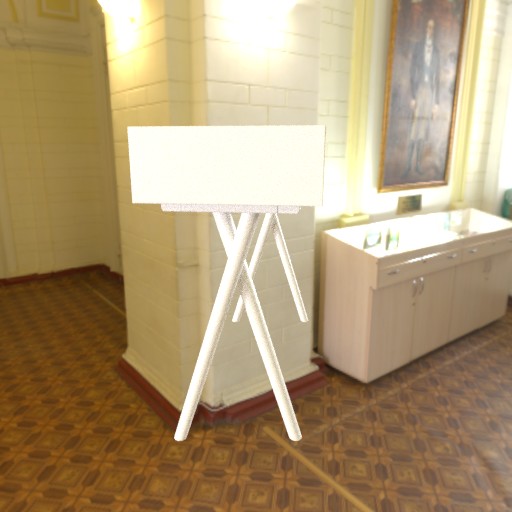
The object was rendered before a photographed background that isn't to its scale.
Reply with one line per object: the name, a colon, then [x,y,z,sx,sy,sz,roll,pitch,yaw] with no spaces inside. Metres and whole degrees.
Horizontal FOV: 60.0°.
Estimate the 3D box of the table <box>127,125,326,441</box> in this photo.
table: [0.000,0.000,1.478,0.418,0.785,1.066,2,14,7]
